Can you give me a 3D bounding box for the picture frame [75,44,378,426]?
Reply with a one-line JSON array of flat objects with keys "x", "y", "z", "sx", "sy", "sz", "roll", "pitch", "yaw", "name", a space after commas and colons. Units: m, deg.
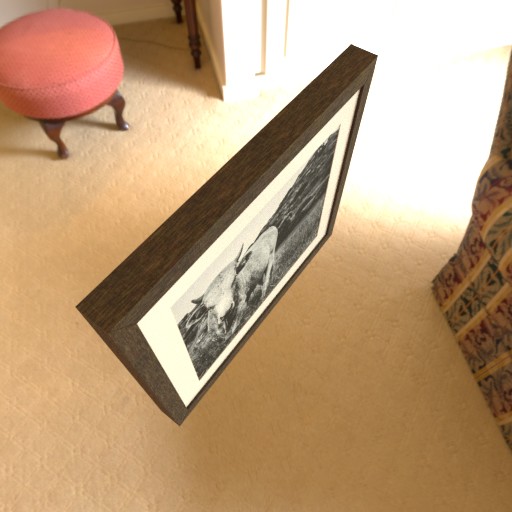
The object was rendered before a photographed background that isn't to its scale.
[{"x": 0.000, "y": 0.000, "z": 0.524, "sx": 0.033, "sy": 0.330, "sz": 0.378, "roll": 33, "pitch": 64, "yaw": 18, "name": "picture frame"}]
